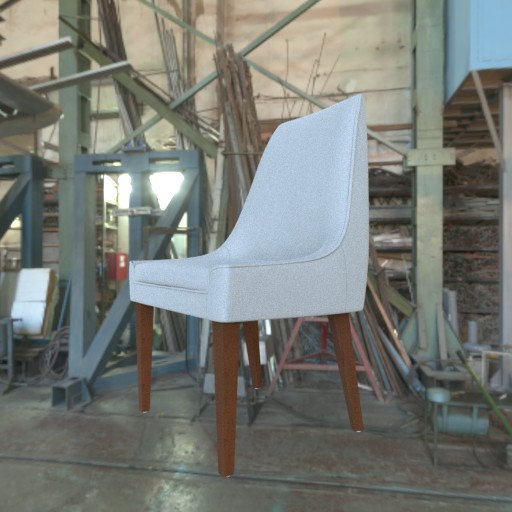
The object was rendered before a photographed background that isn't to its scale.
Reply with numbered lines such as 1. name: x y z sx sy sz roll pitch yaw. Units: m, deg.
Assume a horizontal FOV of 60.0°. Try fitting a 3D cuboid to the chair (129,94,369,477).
1. chair: 0.000 0.000 1.182 0.544 0.861 0.529 0 0 -35
